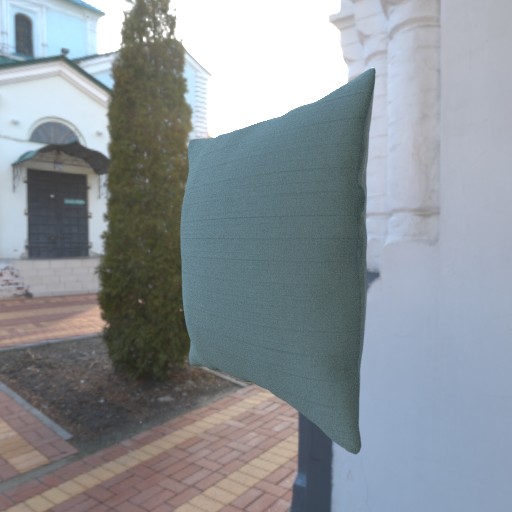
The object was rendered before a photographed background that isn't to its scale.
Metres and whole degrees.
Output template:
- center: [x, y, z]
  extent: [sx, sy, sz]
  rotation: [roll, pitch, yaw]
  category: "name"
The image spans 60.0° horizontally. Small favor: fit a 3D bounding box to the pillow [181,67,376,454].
- center: [0.000, 0.000, 0.719]
  extent: [0.175, 0.464, 0.470]
  rotation: [-2, 3, -35]
  category: "pillow"
